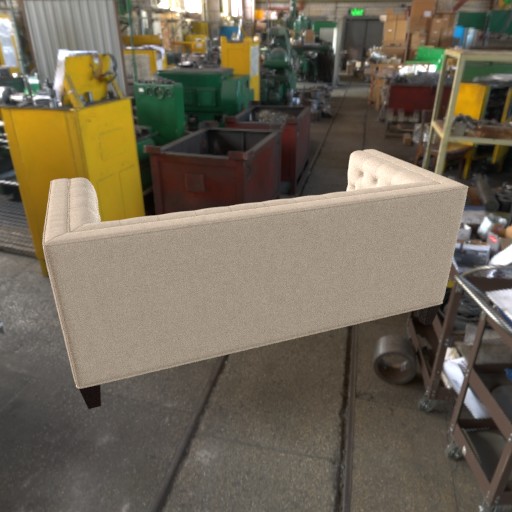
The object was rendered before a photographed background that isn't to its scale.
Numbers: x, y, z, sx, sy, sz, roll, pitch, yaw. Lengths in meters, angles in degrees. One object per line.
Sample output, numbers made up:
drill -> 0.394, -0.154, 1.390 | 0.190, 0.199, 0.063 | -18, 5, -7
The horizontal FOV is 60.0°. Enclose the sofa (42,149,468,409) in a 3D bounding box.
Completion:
sofa -> 0.000, 0.000, 2.211 | 1.778, 0.762, 0.775 | -9, 28, -18
